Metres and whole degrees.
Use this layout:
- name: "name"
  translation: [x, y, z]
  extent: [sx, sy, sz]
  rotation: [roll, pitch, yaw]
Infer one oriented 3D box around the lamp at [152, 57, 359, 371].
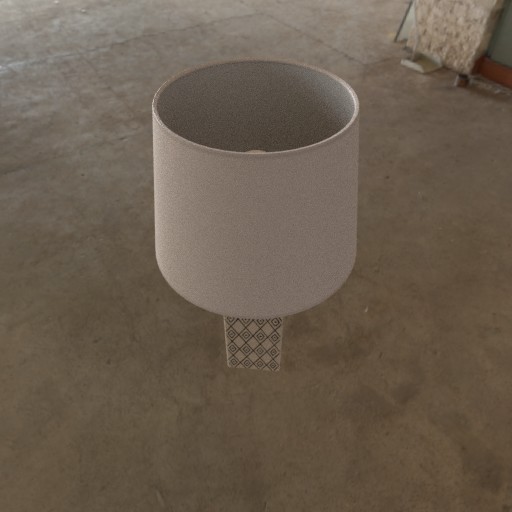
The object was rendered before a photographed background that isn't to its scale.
- name: "lamp"
  translation: [0.000, 0.000, 0.584]
  extent: [0.251, 0.435, 0.251]
  rotation: [0, 45, 0]
